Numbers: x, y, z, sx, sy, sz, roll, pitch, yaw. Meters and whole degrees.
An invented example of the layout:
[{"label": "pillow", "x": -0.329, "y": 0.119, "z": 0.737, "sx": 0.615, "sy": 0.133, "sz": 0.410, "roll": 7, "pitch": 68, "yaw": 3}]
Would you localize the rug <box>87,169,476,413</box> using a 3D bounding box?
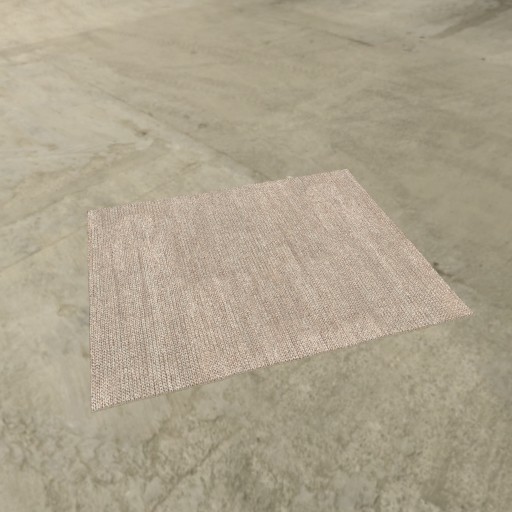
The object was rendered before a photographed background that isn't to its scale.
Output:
[{"label": "rug", "x": 0.000, "y": 0.000, "z": 4.184, "sx": 3.052, "sy": 0.030, "sz": 2.429, "roll": -11, "pitch": 43, "yaw": -12}]
